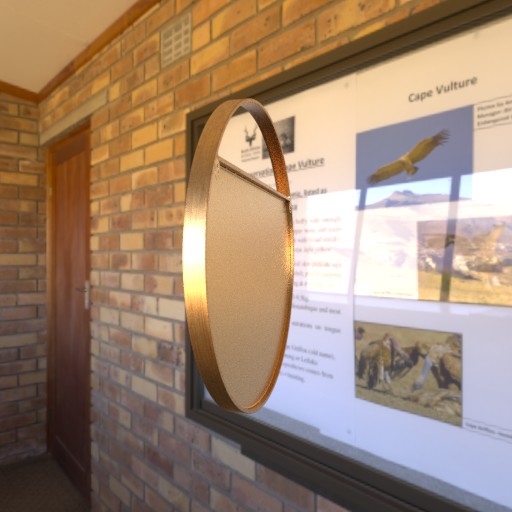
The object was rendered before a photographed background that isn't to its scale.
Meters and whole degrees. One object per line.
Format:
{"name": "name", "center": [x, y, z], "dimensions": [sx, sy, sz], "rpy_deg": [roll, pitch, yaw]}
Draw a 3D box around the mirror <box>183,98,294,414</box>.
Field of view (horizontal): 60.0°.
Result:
{"name": "mirror", "center": [0.000, 0.000, 0.843], "dimensions": [0.032, 0.565, 0.565], "rpy_deg": [0, 0, 17]}
